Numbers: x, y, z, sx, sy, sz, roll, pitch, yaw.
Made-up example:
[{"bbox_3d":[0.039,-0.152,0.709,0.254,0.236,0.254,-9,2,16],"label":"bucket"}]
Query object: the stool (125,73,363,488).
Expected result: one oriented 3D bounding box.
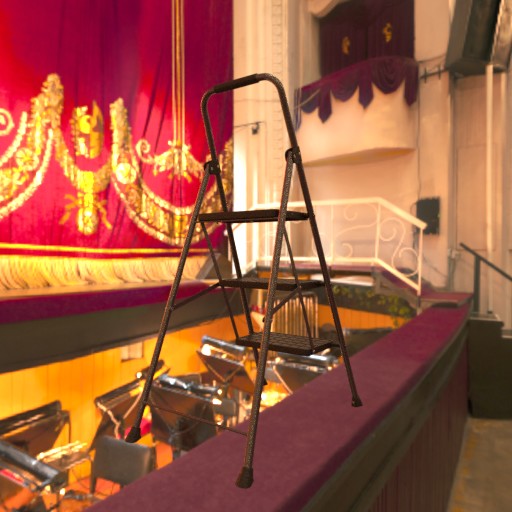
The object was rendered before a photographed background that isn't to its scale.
[{"bbox_3d":[0.000,0.000,1.499,0.473,1.121,0.733,1,1,36],"label":"stool"}]
